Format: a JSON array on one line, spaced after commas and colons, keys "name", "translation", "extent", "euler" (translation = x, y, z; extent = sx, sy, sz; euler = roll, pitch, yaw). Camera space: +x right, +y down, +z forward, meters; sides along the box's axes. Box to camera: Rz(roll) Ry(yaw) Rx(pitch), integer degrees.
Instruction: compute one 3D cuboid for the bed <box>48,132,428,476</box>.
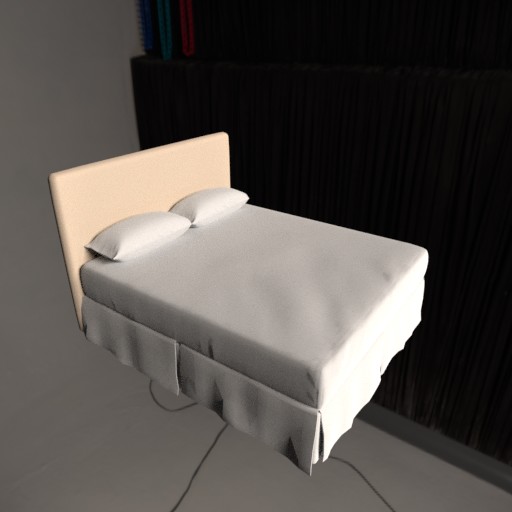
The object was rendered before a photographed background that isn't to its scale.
[{"name": "bed", "translation": [0.000, 0.000, 3.293], "extent": [2.142, 1.330, 1.884], "euler": [17, 31, 31]}]
